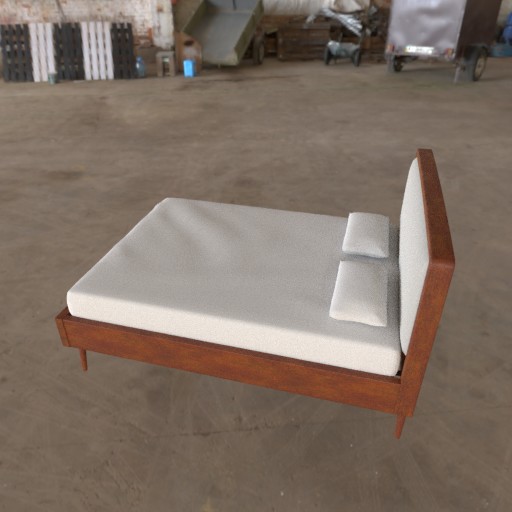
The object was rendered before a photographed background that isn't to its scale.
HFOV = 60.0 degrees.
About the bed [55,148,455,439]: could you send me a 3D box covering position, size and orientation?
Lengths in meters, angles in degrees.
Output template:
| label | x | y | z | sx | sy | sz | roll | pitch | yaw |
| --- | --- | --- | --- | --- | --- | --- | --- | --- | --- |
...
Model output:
| label | x | y | z | sx | sy | sz | roll | pitch | yaw |
| --- | --- | --- | --- | --- | --- | --- | --- | --- | --- |
| bed | 0.000 | 0.000 | 3.109 | 2.196 | 1.275 | 1.587 | 8 | 33 | 13 |
